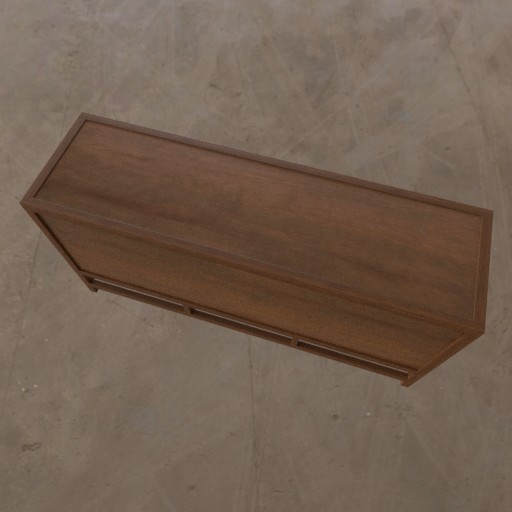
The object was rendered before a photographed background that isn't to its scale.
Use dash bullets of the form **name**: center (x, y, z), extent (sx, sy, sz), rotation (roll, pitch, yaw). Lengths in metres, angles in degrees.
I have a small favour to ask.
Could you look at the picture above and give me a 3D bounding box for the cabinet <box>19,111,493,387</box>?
- **cabinet**: center (0.000, 0.000, 2.028), extent (1.708, 0.820, 0.522), rotation (15, 63, 8)
